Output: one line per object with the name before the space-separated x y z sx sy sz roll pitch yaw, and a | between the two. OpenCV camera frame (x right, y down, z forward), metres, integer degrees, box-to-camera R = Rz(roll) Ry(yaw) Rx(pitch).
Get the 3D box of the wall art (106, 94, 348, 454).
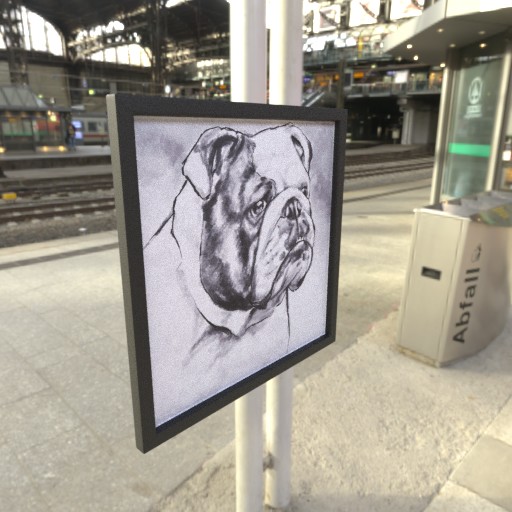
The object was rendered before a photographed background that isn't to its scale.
wall art | 0.000 0.000 0.695 0.022 0.453 0.456 14 21 41
